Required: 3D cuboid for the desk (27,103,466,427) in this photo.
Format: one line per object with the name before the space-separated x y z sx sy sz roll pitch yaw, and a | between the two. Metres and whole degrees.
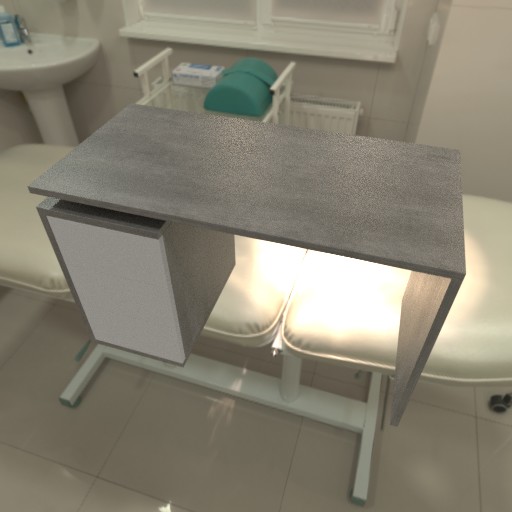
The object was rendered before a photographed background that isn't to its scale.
desk | 0.000 0.000 1.610 1.200 0.740 0.600 12 44 13
